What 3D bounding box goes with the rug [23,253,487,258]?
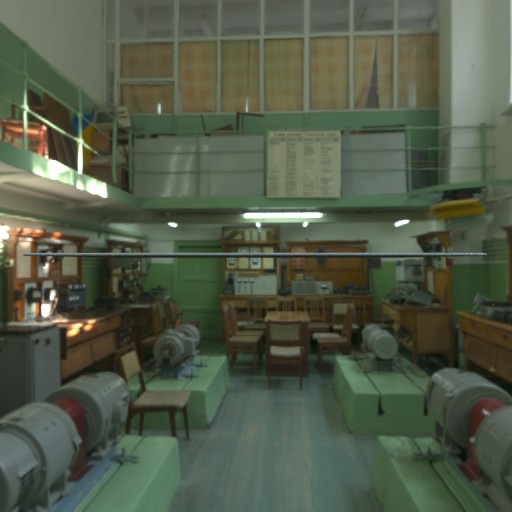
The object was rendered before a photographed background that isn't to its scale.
[{"bbox_3d":[0.000,0.000,3.522,2.746,0.018,1.819,0,-1,2],"label":"rug"}]
